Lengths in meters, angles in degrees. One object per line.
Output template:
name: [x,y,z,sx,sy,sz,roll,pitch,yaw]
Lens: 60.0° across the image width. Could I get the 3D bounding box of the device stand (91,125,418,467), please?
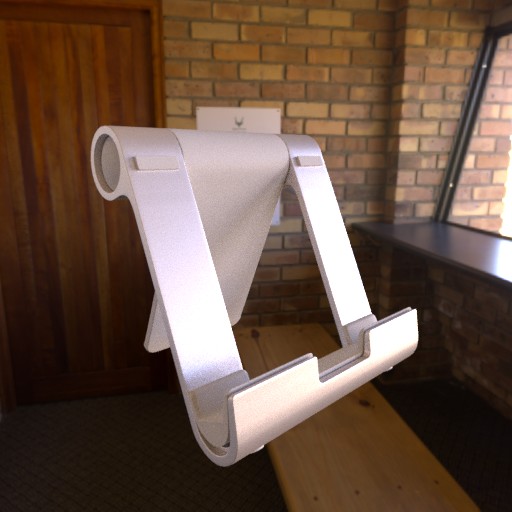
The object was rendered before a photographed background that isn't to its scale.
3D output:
device stand: [0.000,0.000,0.152,0.086,0.084,0.079,-12,17,-42]
